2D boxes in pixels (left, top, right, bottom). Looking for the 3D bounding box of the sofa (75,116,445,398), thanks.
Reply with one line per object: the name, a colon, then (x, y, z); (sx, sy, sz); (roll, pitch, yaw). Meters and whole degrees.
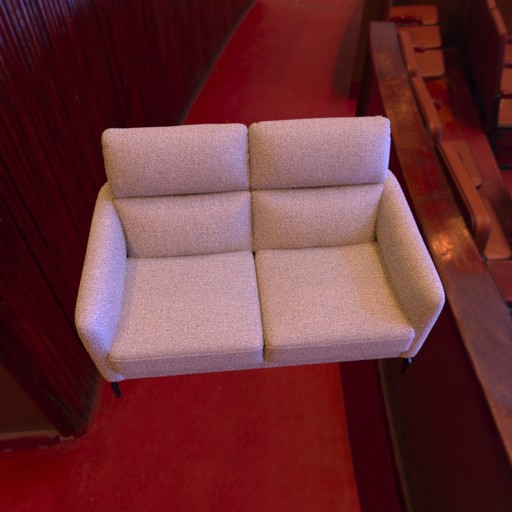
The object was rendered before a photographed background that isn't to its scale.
sofa: (0.000, 0.000, 2.105); (1.540, 0.950, 0.905); (-4, 47, -4)
